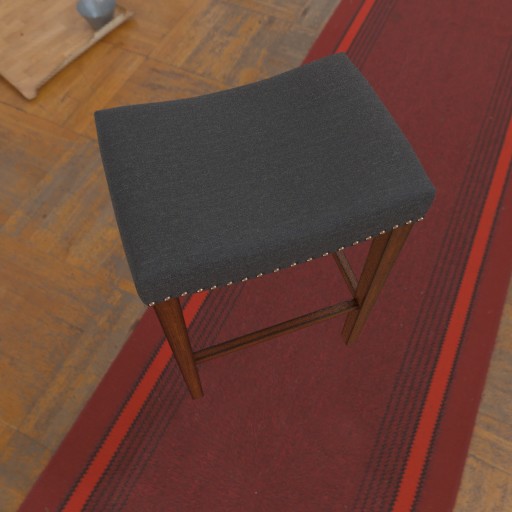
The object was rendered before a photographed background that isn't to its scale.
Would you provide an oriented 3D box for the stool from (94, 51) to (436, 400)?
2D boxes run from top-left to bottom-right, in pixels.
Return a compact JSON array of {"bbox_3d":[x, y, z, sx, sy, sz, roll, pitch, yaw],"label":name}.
[{"bbox_3d":[0.000,0.000,1.028,0.502,0.760,0.366,-17,63,-9],"label":"stool"}]
